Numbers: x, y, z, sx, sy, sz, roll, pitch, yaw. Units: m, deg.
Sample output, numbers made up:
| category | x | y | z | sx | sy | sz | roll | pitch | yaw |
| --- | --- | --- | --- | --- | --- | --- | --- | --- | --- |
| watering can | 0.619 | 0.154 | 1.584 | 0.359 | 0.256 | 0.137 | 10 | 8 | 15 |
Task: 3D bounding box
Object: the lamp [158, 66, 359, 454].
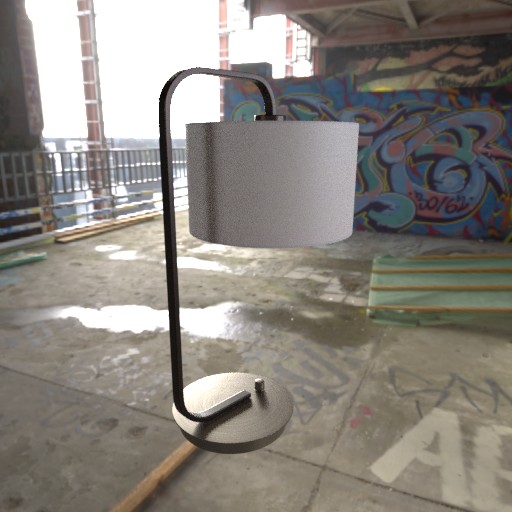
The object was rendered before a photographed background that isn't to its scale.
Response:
| category | x | y | z | sx | sy | sz | roll | pitch | yaw |
| --- | --- | --- | --- | --- | --- | --- | --- | --- | --- |
| lamp | 0.000 | 0.000 | 0.621 | 0.288 | 0.473 | 0.230 | -14 | 21 | -43 |
